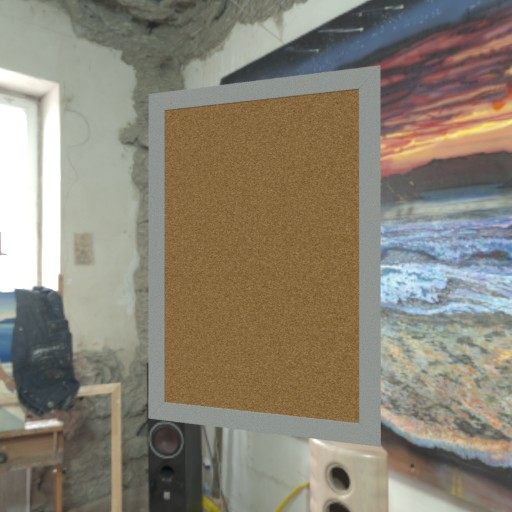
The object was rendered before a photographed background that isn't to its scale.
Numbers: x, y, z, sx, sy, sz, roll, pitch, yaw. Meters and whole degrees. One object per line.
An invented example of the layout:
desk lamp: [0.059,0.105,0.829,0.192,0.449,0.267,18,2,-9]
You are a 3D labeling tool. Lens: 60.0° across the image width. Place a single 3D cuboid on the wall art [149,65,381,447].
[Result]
wall art: [0.000,0.000,0.838,0.454,0.659,0.011,0,0,17]
